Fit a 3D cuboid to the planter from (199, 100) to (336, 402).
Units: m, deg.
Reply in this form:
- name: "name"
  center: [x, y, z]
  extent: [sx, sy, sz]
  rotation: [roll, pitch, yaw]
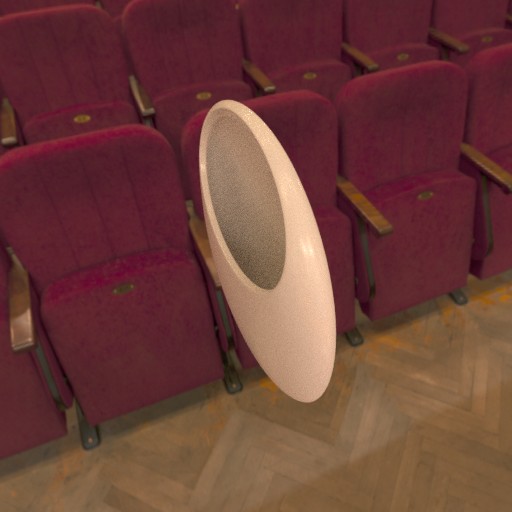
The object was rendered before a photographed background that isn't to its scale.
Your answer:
- name: "planter"
  center: [0.000, 0.000, 0.281]
  extent: [0.043, 0.188, 0.185]
  rotation: [-16, 48, -15]
